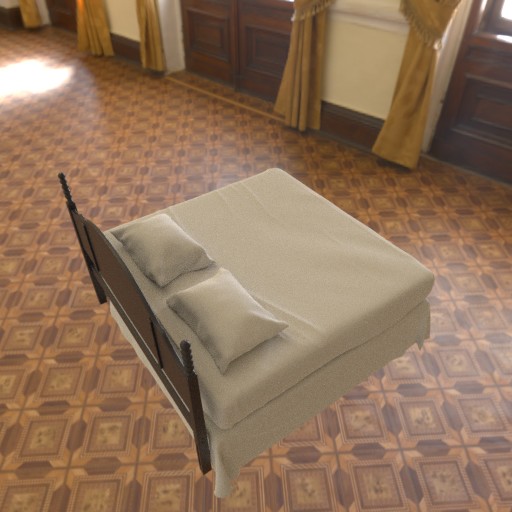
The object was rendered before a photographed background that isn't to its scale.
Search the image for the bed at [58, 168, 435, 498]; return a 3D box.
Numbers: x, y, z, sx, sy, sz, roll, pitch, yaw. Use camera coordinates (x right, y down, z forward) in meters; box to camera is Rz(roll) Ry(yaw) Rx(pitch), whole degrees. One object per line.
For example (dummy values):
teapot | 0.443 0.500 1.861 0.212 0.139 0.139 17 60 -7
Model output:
bed | 0.000 0.000 3.539 2.219 1.355 2.322 -25 47 -26
